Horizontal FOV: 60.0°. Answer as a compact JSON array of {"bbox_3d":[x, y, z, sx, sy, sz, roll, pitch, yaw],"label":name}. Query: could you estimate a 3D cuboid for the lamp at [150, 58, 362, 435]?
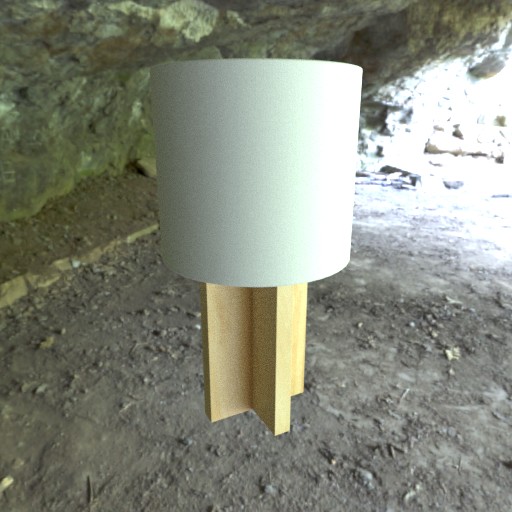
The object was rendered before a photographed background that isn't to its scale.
[{"bbox_3d":[0.000,0.000,0.552,0.229,0.428,0.229,-9,20,-26],"label":"lamp"}]
